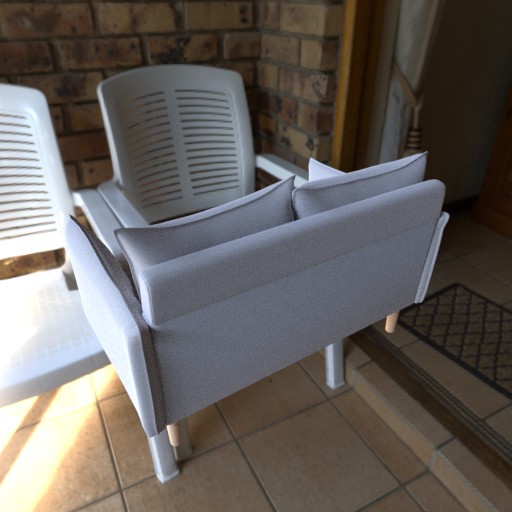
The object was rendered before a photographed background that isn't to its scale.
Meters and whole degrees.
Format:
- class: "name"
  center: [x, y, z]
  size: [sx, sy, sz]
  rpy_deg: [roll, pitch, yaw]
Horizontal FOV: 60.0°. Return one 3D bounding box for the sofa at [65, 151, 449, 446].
- class: "sofa"
  center: [0.000, 0.000, 1.795]
  size: [1.300, 0.840, 0.820]
  rpy_deg: [-19, 36, -28]
